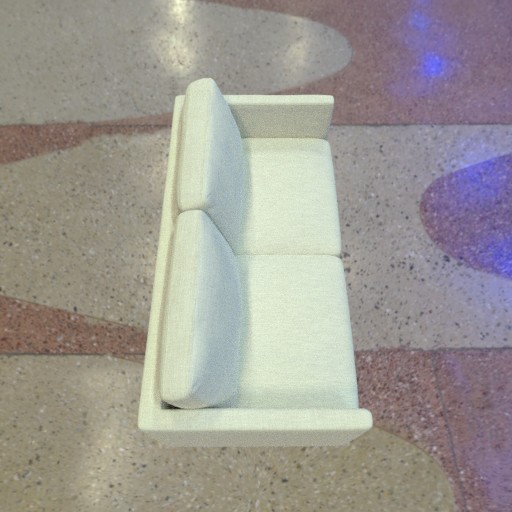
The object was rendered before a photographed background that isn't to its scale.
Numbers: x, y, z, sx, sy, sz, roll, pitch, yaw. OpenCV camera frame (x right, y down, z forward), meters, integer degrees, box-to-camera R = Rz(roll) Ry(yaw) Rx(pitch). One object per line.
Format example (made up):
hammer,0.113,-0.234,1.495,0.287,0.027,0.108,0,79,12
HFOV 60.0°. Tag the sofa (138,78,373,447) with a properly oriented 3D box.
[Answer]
sofa,0.000,0.000,2.381,0.950,0.963,1.838,0,62,0
